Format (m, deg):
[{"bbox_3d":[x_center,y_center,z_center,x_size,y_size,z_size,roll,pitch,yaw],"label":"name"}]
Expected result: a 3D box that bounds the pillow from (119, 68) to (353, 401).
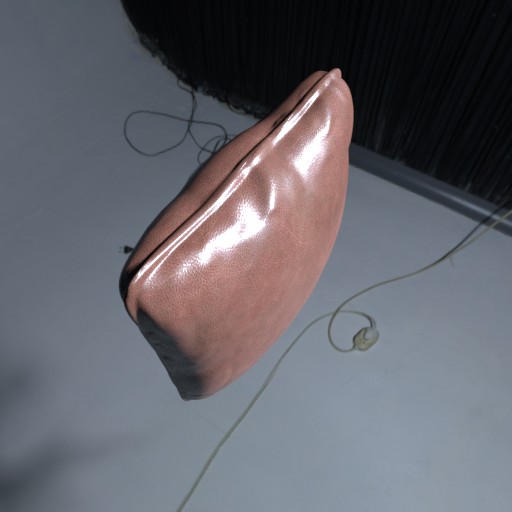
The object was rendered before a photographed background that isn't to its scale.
[{"bbox_3d":[0.000,0.000,0.832,0.236,0.523,0.532,30,63,18],"label":"pillow"}]
